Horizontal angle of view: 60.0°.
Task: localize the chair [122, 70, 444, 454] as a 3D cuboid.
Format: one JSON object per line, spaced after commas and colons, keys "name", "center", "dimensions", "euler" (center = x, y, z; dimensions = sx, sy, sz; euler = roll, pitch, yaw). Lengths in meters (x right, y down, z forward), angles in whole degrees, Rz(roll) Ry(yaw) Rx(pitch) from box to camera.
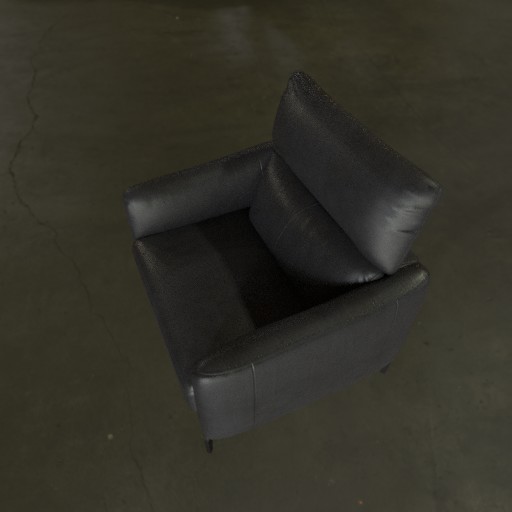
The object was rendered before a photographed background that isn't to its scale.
{"name": "chair", "center": [0.000, 0.000, 1.630], "dimensions": [0.809, 0.949, 0.976], "euler": [-18, 49, -17]}
